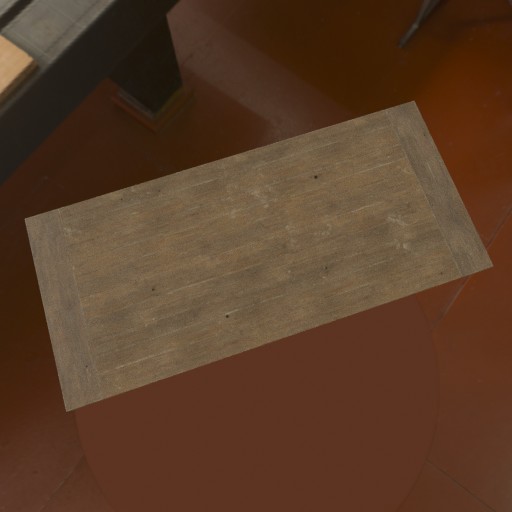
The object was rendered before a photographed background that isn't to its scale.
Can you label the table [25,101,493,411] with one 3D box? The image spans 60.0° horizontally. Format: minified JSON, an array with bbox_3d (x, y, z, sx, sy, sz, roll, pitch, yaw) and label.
[{"bbox_3d":[0.000,0.000,2.084,1.800,0.465,0.820,-18,76,-5],"label":"table"}]
